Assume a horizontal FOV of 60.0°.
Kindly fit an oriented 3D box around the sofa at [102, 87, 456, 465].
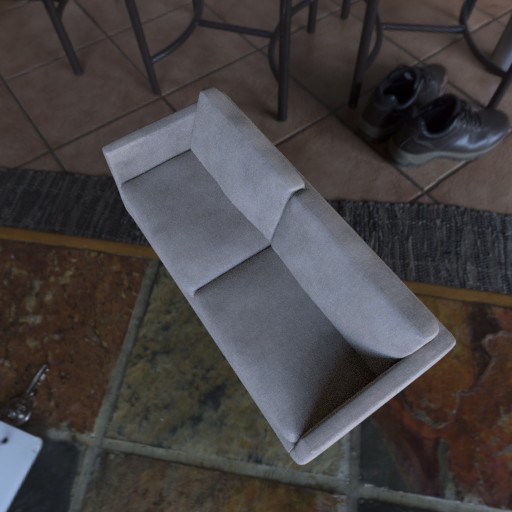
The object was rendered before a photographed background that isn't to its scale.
[{"bbox_3d":[0.000,0.000,2.736,0.951,0.965,2.208,-31,65,-16],"label":"sofa"}]
